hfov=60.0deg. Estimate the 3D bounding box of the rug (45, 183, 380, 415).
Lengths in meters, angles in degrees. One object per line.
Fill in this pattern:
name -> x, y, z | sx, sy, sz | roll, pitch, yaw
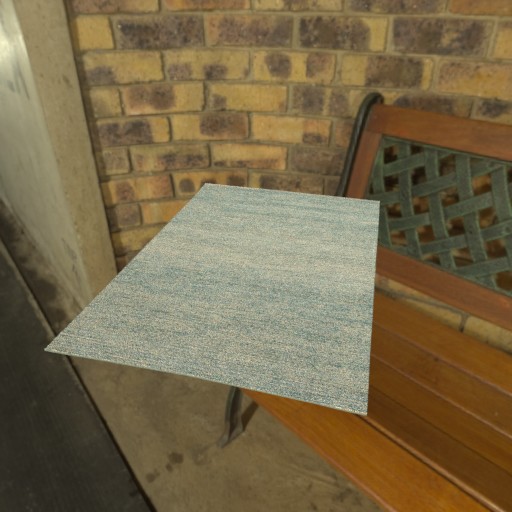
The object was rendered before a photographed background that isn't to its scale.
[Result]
rug -> 0.000, 0.000, 5.300 | 2.802, 0.052, 4.078 | 8, 32, 13
